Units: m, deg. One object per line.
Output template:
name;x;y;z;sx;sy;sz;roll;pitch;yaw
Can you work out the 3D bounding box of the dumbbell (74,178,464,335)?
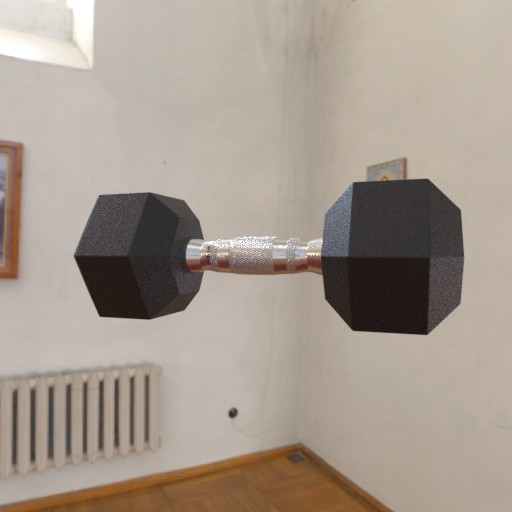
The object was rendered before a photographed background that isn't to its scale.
dumbbell;0.000;0.000;0.428;0.356;0.123;0.141;0;1;18
